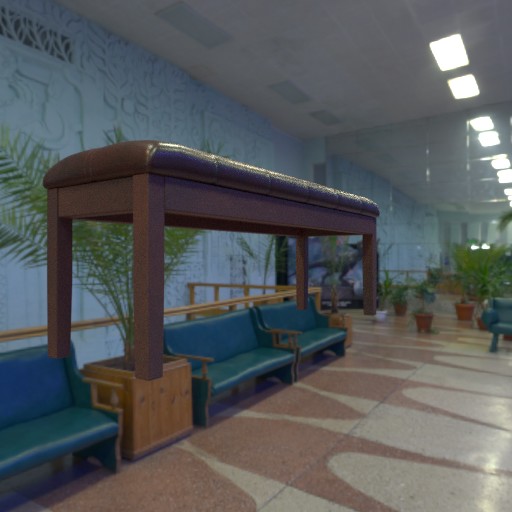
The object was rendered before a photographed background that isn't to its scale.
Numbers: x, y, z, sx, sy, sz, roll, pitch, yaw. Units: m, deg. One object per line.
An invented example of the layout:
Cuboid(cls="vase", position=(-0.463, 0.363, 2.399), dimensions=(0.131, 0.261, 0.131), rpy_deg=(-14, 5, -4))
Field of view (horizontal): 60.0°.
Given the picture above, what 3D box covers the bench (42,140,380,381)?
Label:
Cuboid(cls="bench", position=(0.000, 0.000, 1.466), dimensions=(0.401, 0.491, 1.259), rpy_deg=(0, 0, 35))
